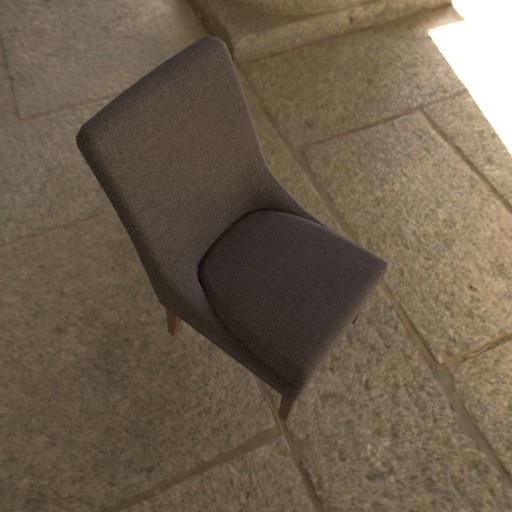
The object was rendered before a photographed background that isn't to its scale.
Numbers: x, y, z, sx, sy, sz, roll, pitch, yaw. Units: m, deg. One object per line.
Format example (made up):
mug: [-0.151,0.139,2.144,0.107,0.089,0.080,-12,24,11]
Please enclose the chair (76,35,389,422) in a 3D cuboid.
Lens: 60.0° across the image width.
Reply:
chair: [0.000,0.000,1.310,0.655,0.952,0.508,33,65,18]
